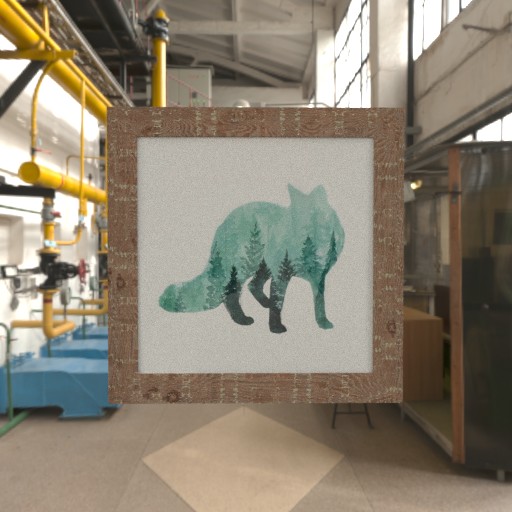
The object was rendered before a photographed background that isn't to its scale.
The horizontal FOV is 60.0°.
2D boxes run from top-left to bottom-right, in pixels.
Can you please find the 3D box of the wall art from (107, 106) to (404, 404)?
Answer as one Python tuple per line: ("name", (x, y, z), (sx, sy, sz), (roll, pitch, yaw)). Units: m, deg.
("wall art", (0.000, 0.000, 0.581), (0.384, 0.384, 0.012), (0, 1, -1))
